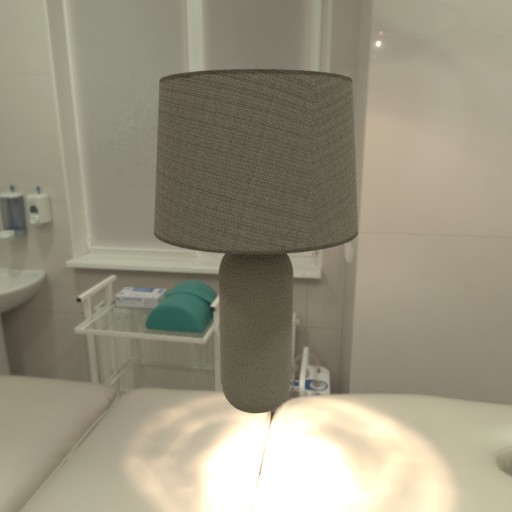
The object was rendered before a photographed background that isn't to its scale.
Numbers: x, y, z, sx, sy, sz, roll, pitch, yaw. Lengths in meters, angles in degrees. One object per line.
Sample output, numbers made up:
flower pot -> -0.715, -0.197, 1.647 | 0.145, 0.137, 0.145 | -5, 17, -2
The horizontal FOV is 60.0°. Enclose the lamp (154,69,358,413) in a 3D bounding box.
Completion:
lamp -> 0.000, 0.000, 0.829 | 0.367, 0.609, 0.367 | 0, 15, 0
